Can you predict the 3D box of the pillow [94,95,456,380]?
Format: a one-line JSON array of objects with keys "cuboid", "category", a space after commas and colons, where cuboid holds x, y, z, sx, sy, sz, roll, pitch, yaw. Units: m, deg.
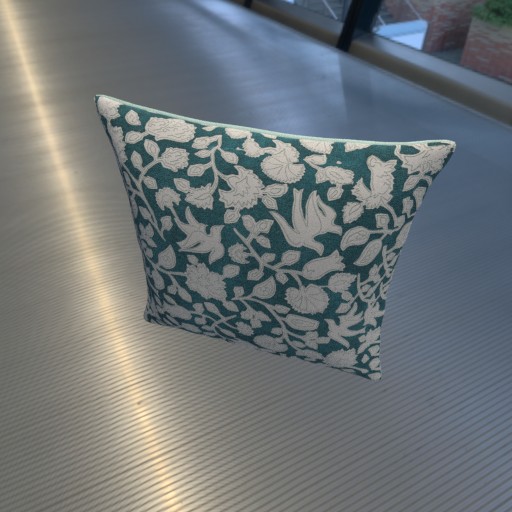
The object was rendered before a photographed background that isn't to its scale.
[{"cuboid": [0.000, 0.000, 0.778, 0.525, 0.508, 0.166, 12, 42, 13], "category": "pillow"}]
